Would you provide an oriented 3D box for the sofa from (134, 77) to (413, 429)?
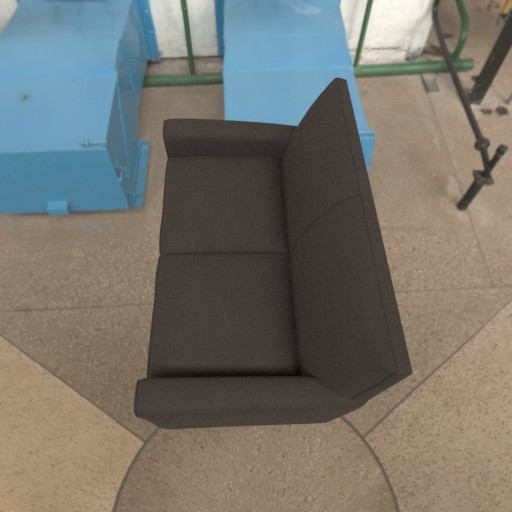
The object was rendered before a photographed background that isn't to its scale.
[{"bbox_3d":[0.000,0.000,1.983,0.871,0.846,1.420,-2,58,-1],"label":"sofa"}]
